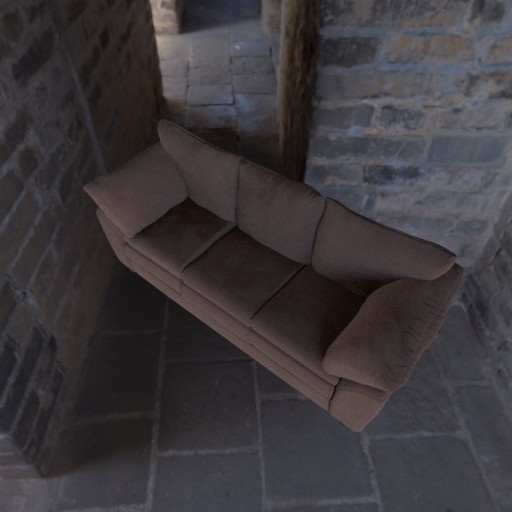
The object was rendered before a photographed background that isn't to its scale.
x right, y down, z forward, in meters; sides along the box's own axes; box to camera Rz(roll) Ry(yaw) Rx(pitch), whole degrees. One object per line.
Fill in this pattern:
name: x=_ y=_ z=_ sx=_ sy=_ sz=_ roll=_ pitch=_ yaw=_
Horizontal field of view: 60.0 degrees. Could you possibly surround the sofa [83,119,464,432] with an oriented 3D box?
sofa: x=0.000 y=0.000 z=2.861 sx=2.336 sy=1.015 sz=0.878 roll=31 pitch=53 yaw=27
